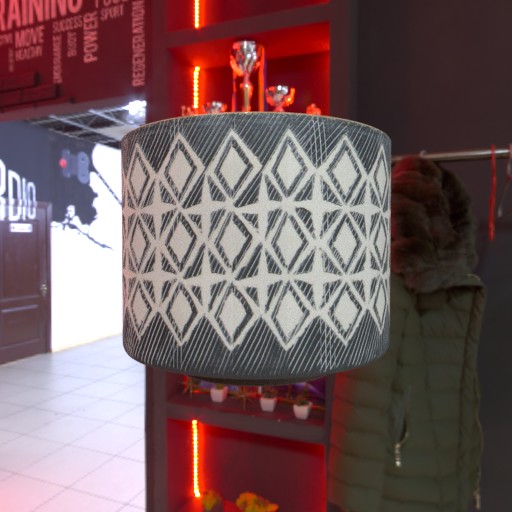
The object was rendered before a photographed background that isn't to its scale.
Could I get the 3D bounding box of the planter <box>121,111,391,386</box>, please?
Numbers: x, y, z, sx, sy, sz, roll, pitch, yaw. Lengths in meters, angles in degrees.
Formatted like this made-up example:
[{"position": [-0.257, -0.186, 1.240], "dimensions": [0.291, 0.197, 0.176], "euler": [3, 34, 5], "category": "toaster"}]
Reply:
[{"position": [0.000, 0.000, 0.218], "dimensions": [0.126, 0.104, 0.126], "euler": [0, 2, 0], "category": "planter"}]
